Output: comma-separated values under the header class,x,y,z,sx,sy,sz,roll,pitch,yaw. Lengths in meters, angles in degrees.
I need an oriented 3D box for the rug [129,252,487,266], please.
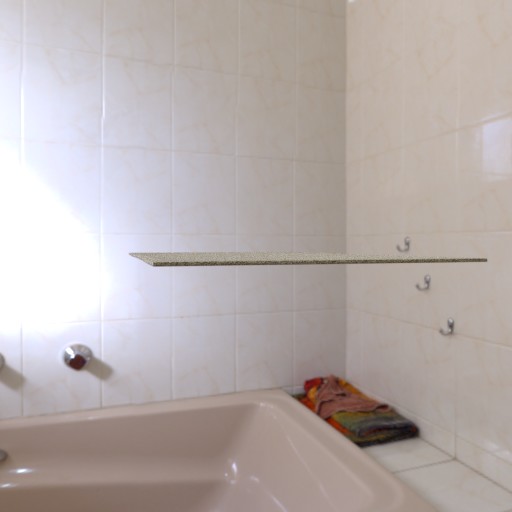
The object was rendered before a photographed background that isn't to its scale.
class,x,y,z,sx,sy,sz,roll,pitch,yaw
rug,0.000,0.000,2.919,1.532,0.018,2.297,0,1,-18
